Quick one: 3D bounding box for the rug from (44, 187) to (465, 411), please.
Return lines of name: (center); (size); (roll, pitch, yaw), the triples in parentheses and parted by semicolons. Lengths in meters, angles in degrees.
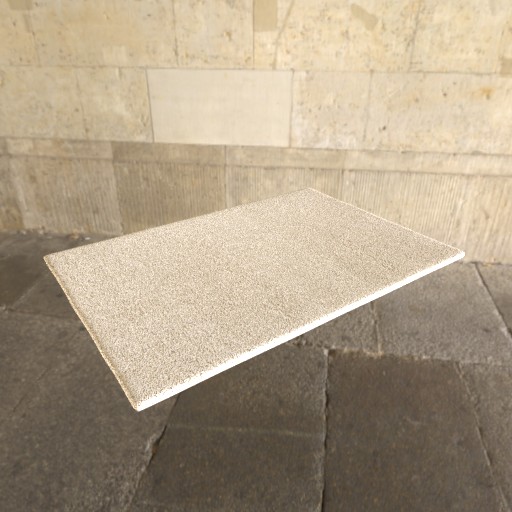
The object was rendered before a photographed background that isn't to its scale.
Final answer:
rug: (0.000, 0.000, 2.260); (1.778, 0.030, 1.219); (-19, 33, -31)
